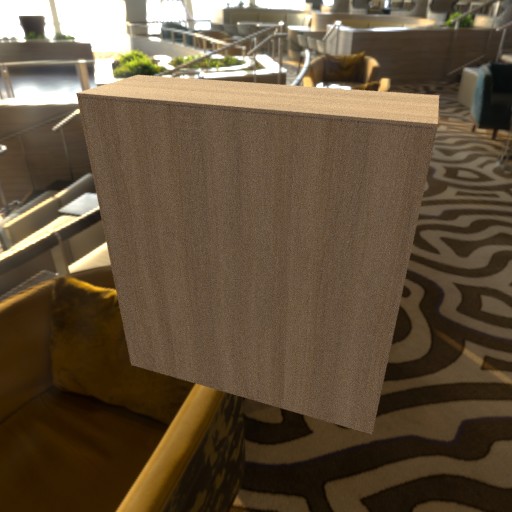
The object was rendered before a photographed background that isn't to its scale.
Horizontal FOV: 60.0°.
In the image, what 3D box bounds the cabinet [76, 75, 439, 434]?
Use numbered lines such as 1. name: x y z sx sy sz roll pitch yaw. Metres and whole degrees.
1. cabinet: 0.000 0.000 2.941 1.870 2.060 0.620 11 33 17
